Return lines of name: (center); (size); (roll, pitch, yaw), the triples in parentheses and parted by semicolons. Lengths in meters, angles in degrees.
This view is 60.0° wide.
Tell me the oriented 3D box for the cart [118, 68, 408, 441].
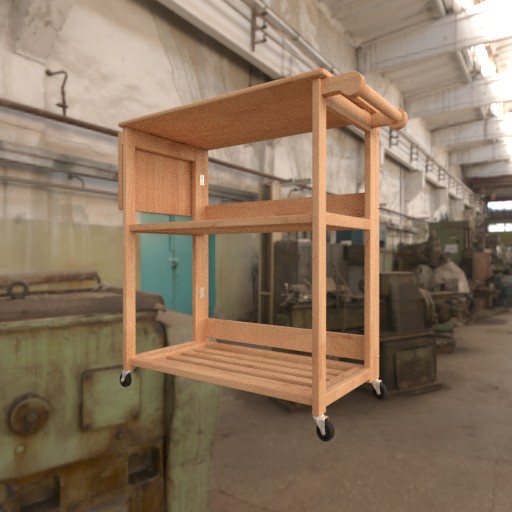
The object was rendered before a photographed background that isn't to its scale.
cart: (0.000, 0.000, 1.401); (0.853, 0.879, 0.432); (0, 0, 35)
